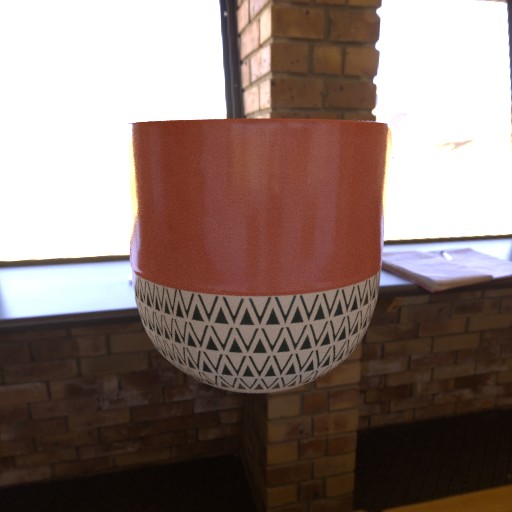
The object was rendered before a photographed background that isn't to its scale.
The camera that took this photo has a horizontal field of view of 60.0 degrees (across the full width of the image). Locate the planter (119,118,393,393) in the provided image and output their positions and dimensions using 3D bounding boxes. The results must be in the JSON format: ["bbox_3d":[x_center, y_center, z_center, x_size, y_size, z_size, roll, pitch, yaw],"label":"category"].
[{"bbox_3d":[0.000,0.000,0.480,0.266,0.270,0.266,0,14,0],"label":"planter"}]
